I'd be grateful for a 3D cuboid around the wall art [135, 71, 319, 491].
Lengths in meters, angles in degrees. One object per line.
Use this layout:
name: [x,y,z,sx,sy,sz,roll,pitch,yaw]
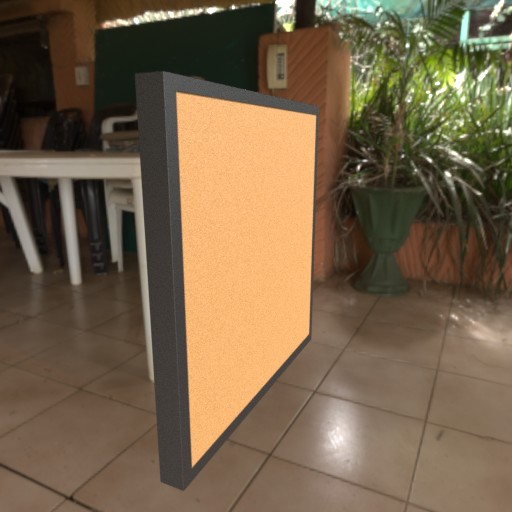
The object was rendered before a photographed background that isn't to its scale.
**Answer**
wall art: [0.000,0.000,0.738,0.037,0.506,0.506,7,16,25]
